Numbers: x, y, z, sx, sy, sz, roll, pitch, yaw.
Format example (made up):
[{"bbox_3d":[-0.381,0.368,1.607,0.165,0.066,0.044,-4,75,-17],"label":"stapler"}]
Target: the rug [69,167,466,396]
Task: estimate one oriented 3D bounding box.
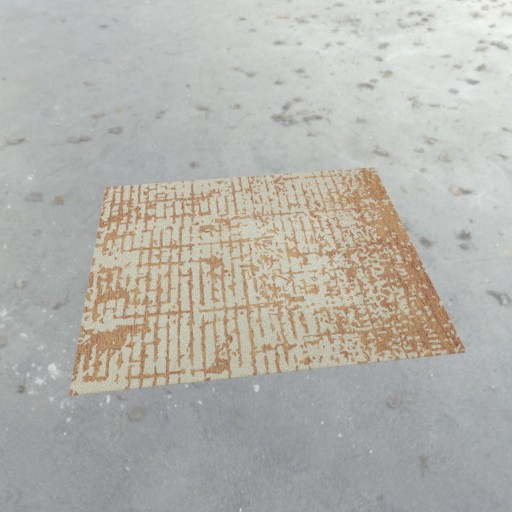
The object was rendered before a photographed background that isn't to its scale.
[{"bbox_3d":[0.000,0.000,4.187,3.050,0.011,2.441,-5,48,-5],"label":"rug"}]
